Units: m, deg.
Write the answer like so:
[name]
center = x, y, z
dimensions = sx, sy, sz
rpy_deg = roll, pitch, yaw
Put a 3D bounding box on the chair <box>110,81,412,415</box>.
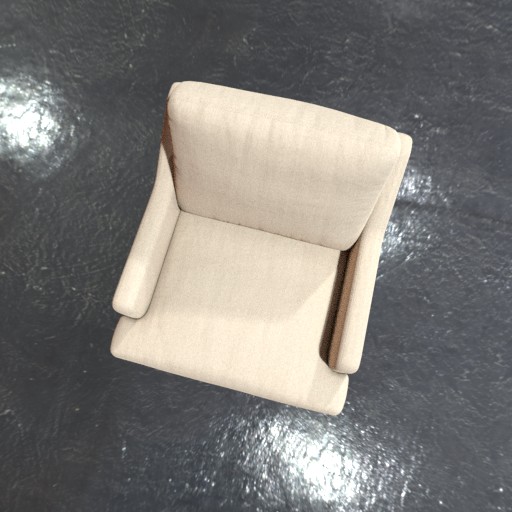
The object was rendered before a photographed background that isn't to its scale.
[chair]
center = 0.000, 0.000, 1.698
dimensions = 0.912, 0.916, 1.001
rpy_deg = 14, 76, 3
